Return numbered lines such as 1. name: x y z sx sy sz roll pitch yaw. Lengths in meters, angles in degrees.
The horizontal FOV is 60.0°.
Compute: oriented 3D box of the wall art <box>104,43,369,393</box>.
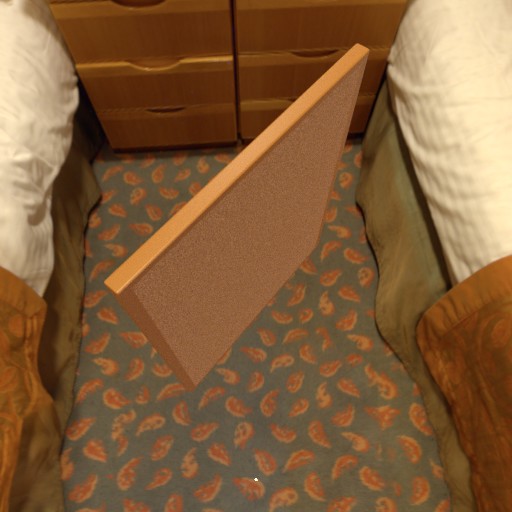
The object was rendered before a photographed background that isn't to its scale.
1. wall art: 0.000 0.000 0.520 0.015 0.379 0.310 36 69 17
